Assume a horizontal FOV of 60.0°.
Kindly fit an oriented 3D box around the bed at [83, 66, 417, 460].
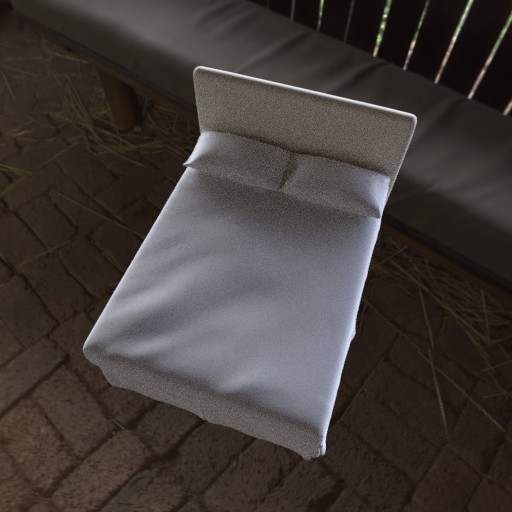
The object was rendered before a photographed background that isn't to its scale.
[{"bbox_3d":[0.000,0.000,3.182,1.714,1.330,2.147,17,60,10],"label":"bed"}]
